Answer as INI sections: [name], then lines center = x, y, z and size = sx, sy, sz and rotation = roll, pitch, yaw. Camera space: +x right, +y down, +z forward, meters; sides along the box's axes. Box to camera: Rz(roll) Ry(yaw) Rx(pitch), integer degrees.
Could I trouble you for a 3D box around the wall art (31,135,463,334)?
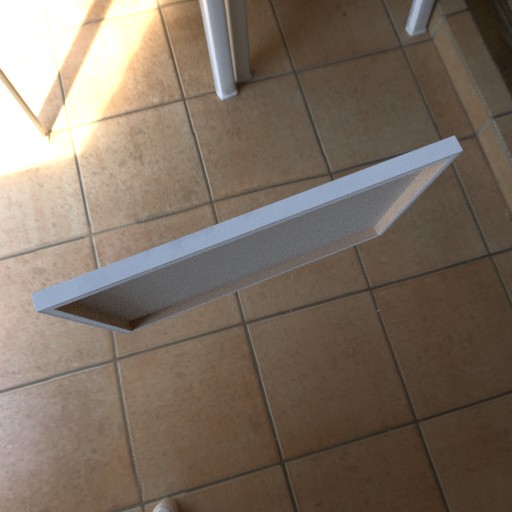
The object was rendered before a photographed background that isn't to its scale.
[wall art]
center = 0.000, 0.000, 1.185
size = 0.915, 0.610, 0.038
rotation = -21, 77, -5
